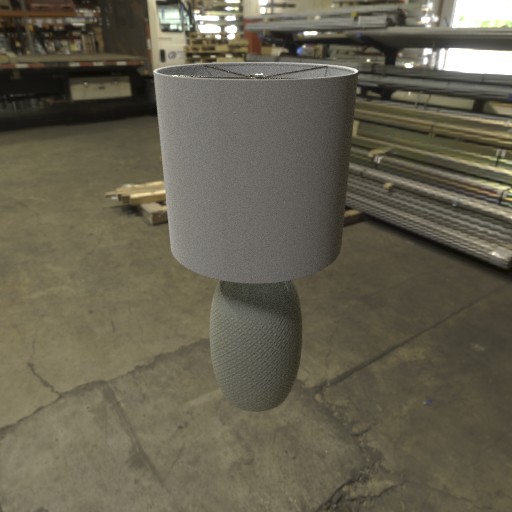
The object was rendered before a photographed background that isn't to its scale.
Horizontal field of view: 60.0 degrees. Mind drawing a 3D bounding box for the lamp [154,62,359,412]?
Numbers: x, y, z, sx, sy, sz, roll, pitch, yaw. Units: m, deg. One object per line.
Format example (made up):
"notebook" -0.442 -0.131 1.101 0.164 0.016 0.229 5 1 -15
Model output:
"lamp" 0.000 0.000 0.581 0.217 0.453 0.217 -18 32 -31
